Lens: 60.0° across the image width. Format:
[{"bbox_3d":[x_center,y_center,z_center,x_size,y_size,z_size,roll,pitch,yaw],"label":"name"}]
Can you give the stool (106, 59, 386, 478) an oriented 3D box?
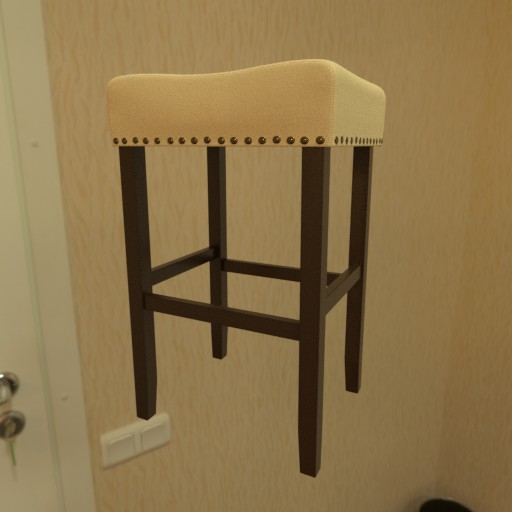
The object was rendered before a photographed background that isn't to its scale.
[{"bbox_3d":[0.000,0.000,1.023,0.471,0.762,0.401,7,16,26],"label":"stool"}]
